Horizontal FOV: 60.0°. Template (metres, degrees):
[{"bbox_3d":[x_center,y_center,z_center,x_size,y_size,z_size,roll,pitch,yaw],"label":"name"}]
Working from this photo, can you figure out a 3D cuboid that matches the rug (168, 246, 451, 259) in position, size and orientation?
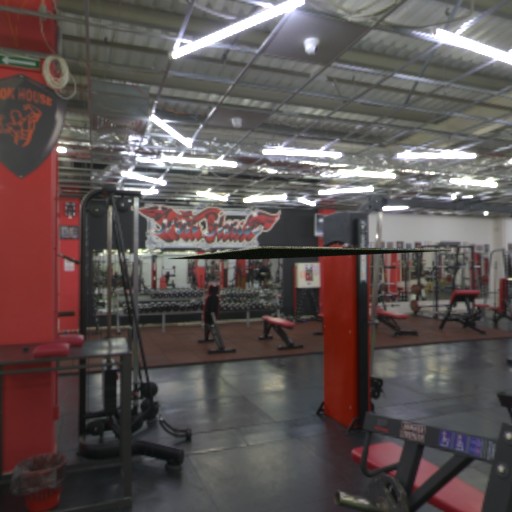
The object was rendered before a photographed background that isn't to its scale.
[{"bbox_3d":[0.000,0.000,2.706,0.774,0.008,2.437,0,-1,-18],"label":"rug"}]
